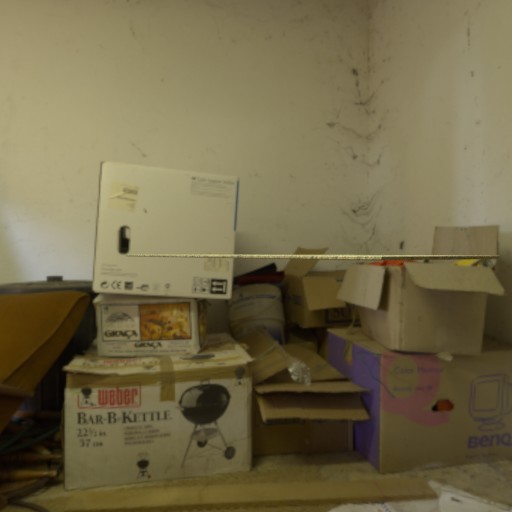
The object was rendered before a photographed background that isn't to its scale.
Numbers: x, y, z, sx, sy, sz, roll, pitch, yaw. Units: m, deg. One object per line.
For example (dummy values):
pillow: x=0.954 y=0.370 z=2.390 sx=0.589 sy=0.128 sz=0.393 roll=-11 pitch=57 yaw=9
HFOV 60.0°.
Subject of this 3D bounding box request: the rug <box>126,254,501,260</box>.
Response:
rug: x=0.000 y=0.000 z=2.436 sx=0.700 sy=0.014 sz=2.290 roll=0 pitch=0 yaw=-35
